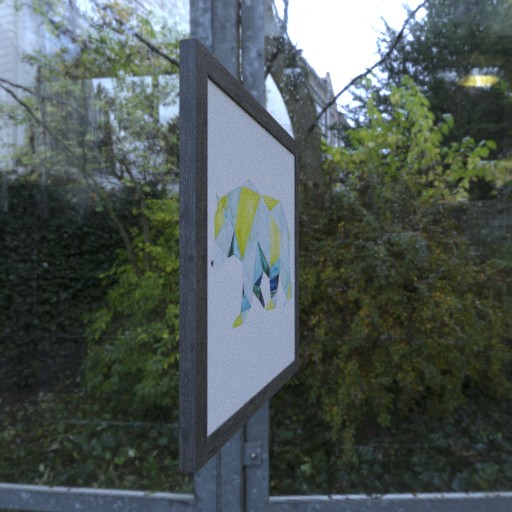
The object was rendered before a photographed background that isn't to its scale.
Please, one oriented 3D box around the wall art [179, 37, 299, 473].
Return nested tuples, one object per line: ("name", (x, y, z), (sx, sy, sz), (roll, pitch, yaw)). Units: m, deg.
("wall art", (0.000, 0.000, 0.688), (0.027, 0.459, 0.462), (0, 0, 19))
